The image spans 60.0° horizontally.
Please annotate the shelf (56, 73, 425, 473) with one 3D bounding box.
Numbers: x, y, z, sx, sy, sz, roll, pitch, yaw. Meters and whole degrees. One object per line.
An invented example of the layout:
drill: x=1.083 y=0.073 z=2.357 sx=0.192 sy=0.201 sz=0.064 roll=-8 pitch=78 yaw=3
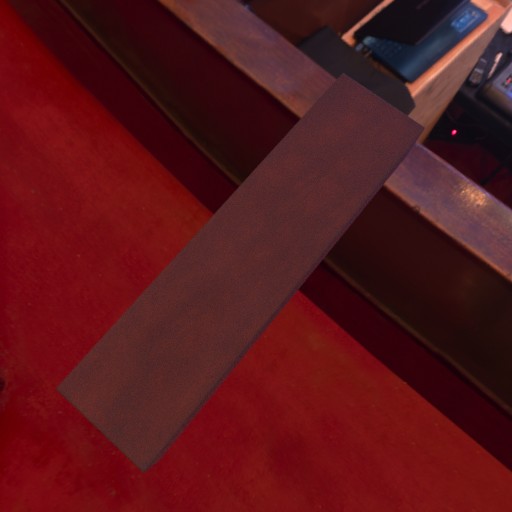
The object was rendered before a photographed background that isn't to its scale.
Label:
shelf: x=0.000 y=0.000 z=0.649 sx=0.152 sy=0.088 sz=0.607 roll=38 pitch=77 yaw=10
